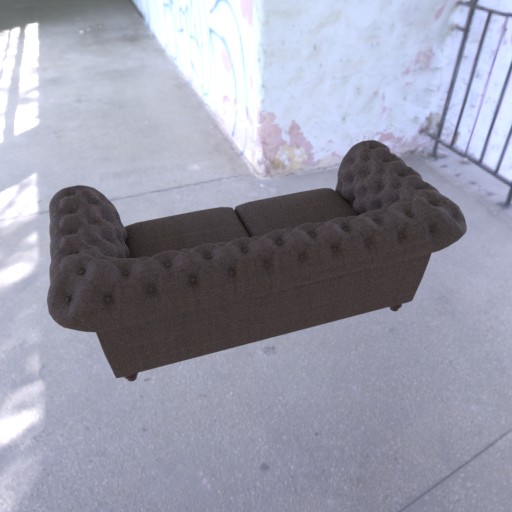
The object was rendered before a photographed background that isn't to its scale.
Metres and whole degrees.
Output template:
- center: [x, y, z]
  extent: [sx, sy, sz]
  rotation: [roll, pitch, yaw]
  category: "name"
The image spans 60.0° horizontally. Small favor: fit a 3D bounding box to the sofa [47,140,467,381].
- center: [0.000, 0.000, 2.479]
  extent: [2.048, 0.780, 0.944]
  rotation: [-12, 41, -14]
  category: "sofa"
